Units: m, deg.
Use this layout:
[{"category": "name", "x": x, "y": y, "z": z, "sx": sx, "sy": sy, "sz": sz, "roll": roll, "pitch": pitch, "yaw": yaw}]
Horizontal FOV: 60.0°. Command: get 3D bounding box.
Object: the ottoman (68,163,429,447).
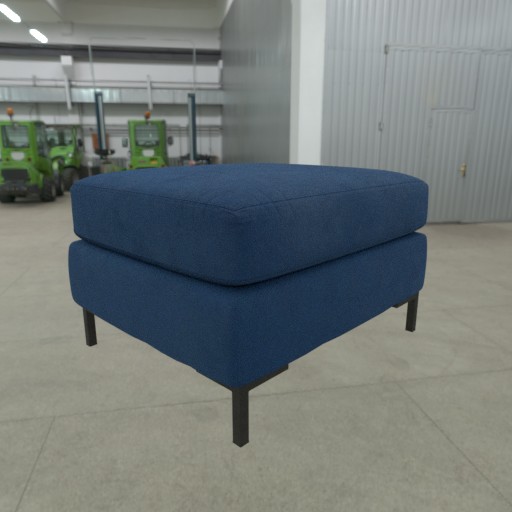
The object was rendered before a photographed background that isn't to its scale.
[{"category": "ottoman", "x": 0.000, "y": 0.000, "z": 1.216, "sx": 0.655, "sy": 0.485, "sz": 0.794, "roll": 14, "pitch": 20, "yaw": 42}]
